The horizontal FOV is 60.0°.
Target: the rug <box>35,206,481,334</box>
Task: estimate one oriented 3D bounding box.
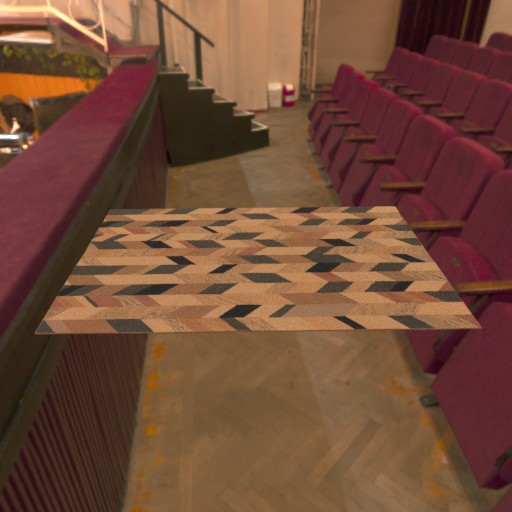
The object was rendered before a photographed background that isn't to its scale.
[{"bbox_3d":[0.000,0.000,2.303,1.813,0.006,1.202,-1,31,-1],"label":"rug"}]
